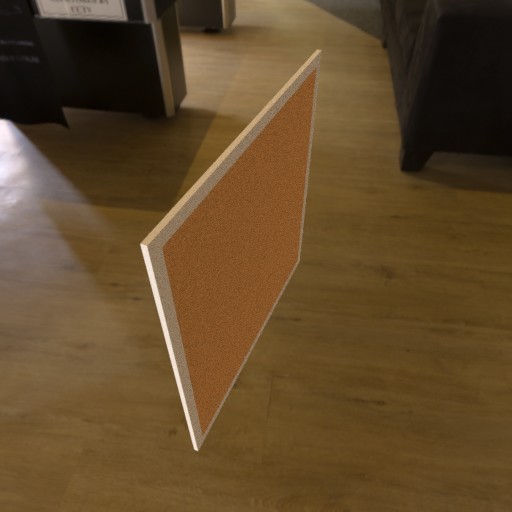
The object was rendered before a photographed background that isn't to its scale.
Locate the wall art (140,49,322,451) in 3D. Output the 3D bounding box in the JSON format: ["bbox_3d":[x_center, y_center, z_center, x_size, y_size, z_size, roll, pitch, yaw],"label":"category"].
[{"bbox_3d":[0.000,0.000,0.834,0.009,0.559,0.558,18,49,17],"label":"wall art"}]
